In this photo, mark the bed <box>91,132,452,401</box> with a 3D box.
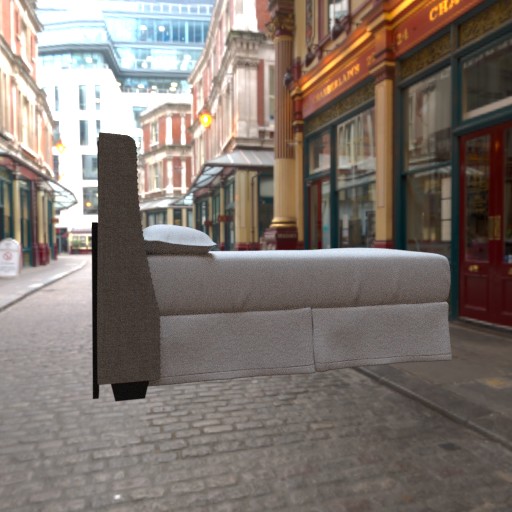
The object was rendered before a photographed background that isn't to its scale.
[{"bbox_3d":[0.000,0.000,3.301,2.237,1.407,1.710,0,1,-18],"label":"bed"}]
